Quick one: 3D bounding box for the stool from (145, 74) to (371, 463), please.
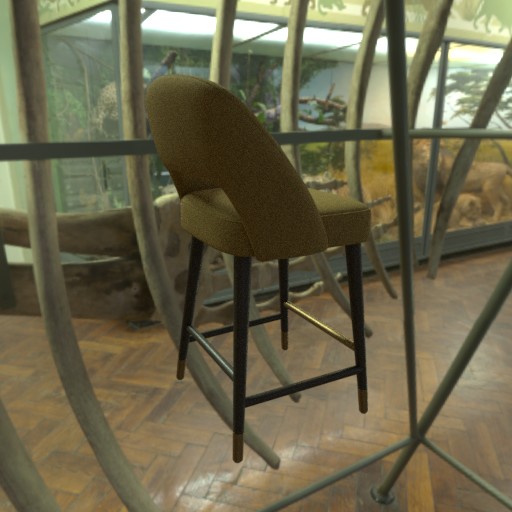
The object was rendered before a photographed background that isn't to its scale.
[{"bbox_3d":[0.000,0.000,1.267,0.522,0.939,0.536,-9,19,-28],"label":"stool"}]
